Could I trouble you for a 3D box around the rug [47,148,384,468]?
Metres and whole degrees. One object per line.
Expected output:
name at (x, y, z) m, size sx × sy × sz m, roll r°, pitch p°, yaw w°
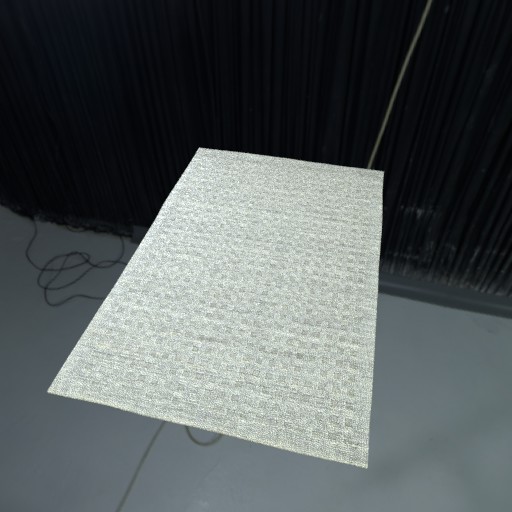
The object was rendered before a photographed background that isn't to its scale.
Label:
rug at (0.000, 0.000, 2.812) m, size 1.532 × 0.018 × 2.297 m, roll 9°, pitch 45°, yaw 9°
